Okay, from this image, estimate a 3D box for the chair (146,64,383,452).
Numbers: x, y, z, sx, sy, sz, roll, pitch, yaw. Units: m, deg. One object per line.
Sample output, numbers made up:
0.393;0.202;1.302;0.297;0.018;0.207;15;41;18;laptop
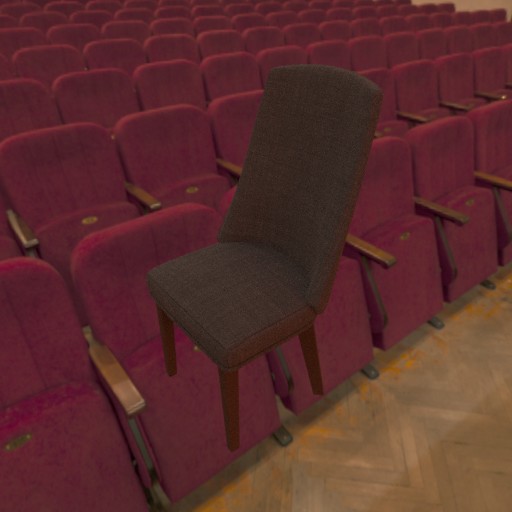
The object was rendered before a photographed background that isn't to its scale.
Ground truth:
0.000;0.000;1.386;0.577;1.050;0.510;-23;39;-32;chair
